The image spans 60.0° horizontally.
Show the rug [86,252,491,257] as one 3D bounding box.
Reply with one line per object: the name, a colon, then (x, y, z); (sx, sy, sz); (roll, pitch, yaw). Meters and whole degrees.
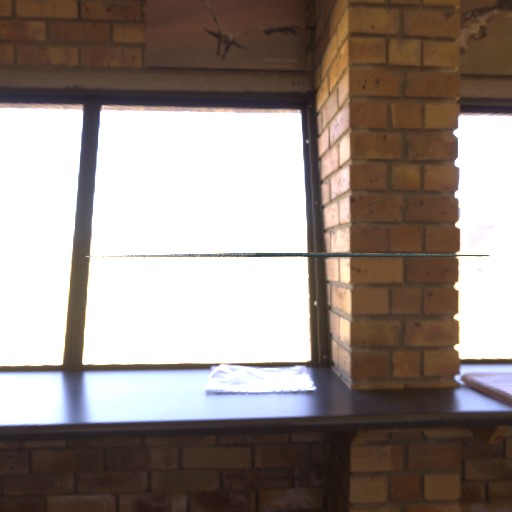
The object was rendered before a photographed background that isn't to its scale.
rug: (0.000, 0.000, 2.846); (1.554, 0.012, 2.205); (0, 0, -35)
